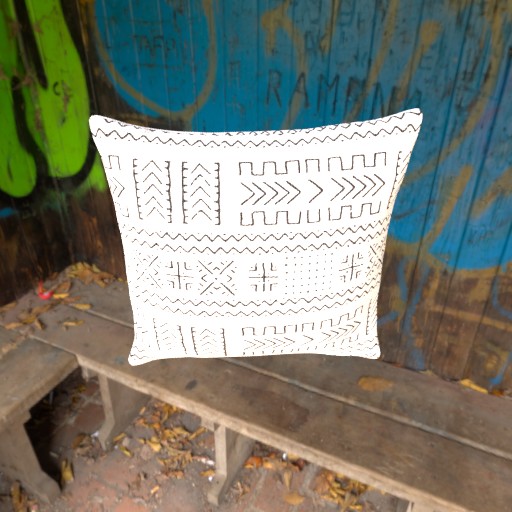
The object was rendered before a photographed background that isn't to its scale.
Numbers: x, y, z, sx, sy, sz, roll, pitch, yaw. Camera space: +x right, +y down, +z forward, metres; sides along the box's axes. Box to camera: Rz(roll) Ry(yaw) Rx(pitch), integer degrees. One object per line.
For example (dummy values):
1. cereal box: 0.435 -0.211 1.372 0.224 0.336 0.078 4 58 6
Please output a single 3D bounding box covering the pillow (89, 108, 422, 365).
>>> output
1. pillow: 0.000 0.000 0.674 0.438 0.430 0.164 -1 30 -2
